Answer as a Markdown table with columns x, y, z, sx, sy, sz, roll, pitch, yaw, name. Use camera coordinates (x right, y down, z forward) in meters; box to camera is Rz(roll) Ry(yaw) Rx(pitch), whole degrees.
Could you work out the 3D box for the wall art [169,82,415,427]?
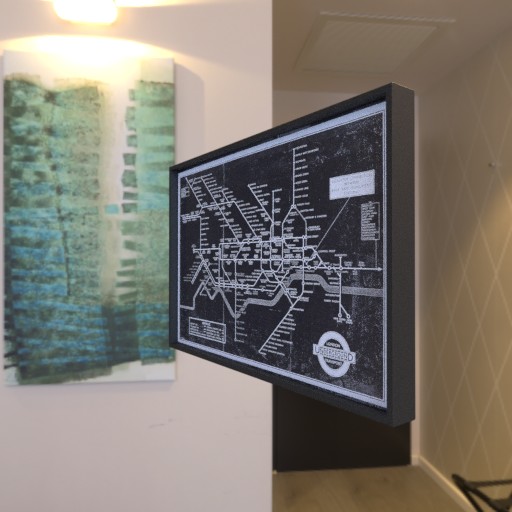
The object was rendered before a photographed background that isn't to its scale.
| x | y | z | sx | sy | sz | roll | pitch | yaw | name |
| --- | --- | --- | --- | --- | --- | --- | --- | --- | --- |
| 0.000 | 0.000 | 0.868 | 0.051 | 0.456 | 0.671 | 0 | -1 | -37 | wall art |
